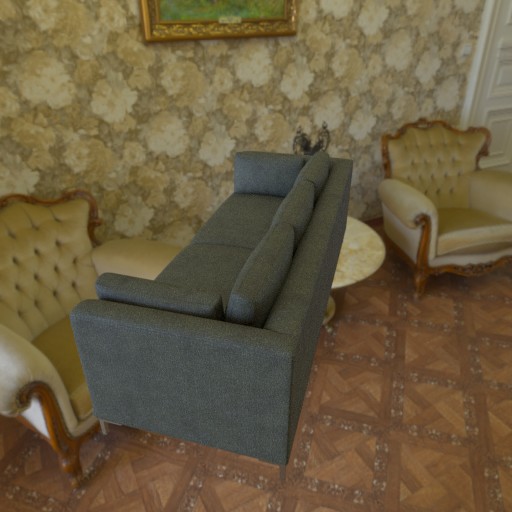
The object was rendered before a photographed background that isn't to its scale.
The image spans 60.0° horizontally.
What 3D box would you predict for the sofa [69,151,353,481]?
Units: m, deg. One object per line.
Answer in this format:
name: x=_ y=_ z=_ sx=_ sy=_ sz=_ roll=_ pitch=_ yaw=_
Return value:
sofa: x=0.000 y=0.000 z=2.874 sx=0.969 sy=0.867 sz=2.415 roll=8 pitch=31 yaw=14
